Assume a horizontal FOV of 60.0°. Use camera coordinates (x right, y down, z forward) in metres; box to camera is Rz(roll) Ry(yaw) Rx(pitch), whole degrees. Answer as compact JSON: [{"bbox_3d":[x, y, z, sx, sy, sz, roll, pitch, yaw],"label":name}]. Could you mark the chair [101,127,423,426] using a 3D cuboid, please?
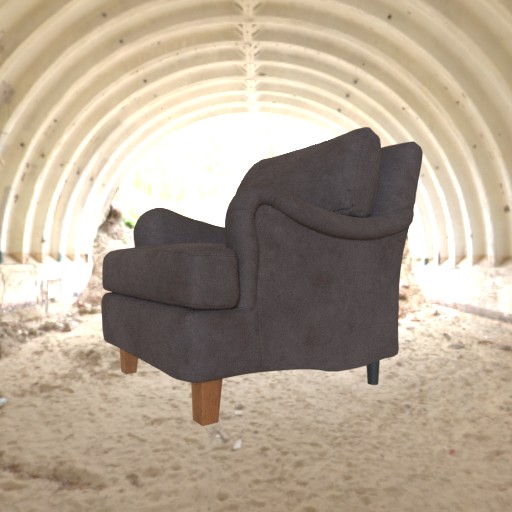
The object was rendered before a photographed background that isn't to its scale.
[{"bbox_3d":[0.000,0.000,1.857,1.070,0.997,0.955,0,0,-34],"label":"chair"}]
